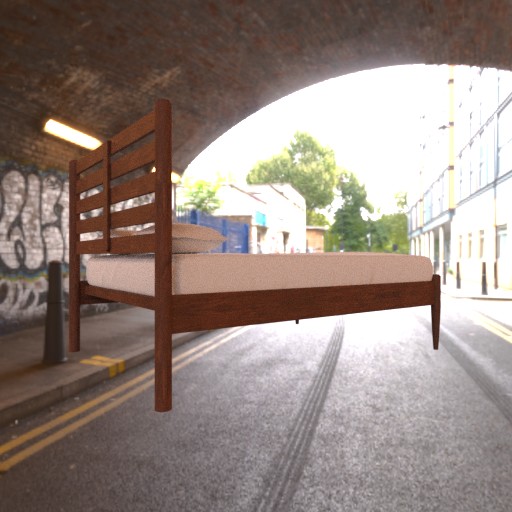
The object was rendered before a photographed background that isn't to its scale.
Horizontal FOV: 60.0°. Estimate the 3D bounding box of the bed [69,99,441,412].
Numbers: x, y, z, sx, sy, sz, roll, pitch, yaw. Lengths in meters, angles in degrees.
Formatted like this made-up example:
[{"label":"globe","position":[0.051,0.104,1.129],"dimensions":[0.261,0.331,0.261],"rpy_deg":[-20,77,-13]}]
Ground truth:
[{"label":"bed","position":[0.000,0.000,3.049],"dimensions":[2.093,1.304,1.509],"rpy_deg":[0,0,-36]}]
